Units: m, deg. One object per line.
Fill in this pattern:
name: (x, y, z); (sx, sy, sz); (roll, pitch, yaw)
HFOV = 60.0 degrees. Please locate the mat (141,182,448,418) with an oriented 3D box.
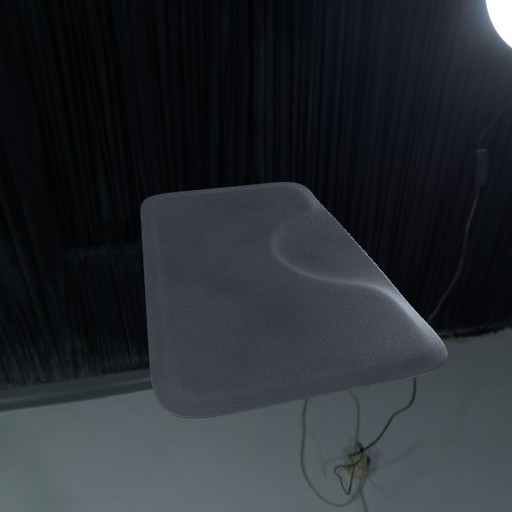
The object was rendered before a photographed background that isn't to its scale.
mat: (0.000, 0.000, 1.859); (0.918, 0.013, 1.524); (-7, 32, -12)
